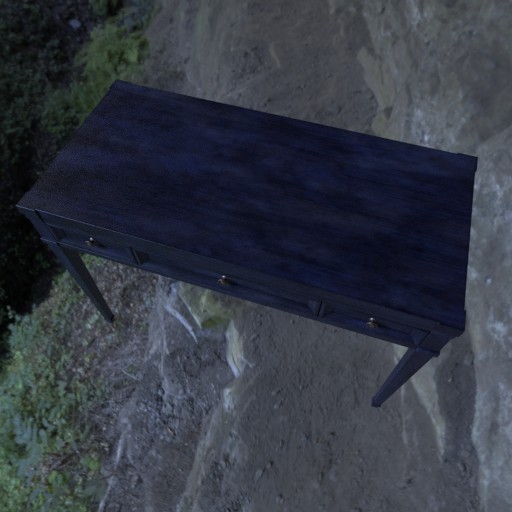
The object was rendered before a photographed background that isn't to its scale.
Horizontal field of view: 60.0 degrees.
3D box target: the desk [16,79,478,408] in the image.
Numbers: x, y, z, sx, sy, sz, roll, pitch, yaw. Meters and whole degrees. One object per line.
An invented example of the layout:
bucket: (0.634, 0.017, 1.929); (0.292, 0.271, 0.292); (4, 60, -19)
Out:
desk: (0.000, 0.000, 1.725); (1.289, 0.861, 0.630); (15, 59, 10)
